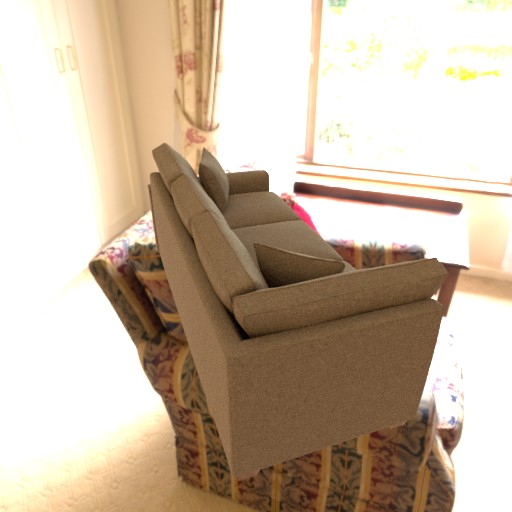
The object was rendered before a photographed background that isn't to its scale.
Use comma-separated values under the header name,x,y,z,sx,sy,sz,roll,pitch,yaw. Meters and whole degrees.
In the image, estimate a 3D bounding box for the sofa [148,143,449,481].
name,x,y,z,sx,sy,sz,roll,pitch,yaw
sofa,0.000,0.000,2.850,1.061,0.962,2.317,-10,31,-17
